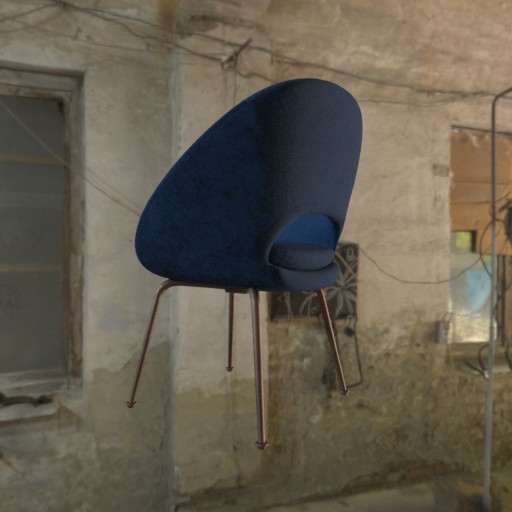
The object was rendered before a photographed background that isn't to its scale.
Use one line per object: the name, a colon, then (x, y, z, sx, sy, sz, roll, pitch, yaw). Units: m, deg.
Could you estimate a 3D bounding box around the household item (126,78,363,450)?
household item: (0.000, 0.000, 1.277, 0.573, 0.852, 0.623, 1, 1, 35)
